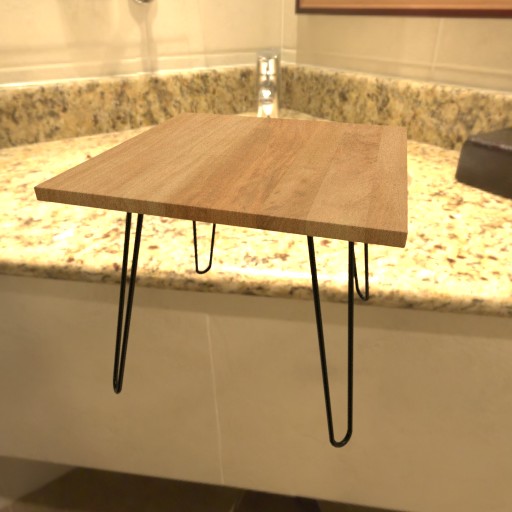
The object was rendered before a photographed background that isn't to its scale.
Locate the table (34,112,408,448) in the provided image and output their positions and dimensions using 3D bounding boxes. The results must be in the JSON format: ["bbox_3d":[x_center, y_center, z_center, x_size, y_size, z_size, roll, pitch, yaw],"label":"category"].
[{"bbox_3d":[0.000,0.000,1.038,0.599,0.500,0.599,8,31,14],"label":"table"}]
